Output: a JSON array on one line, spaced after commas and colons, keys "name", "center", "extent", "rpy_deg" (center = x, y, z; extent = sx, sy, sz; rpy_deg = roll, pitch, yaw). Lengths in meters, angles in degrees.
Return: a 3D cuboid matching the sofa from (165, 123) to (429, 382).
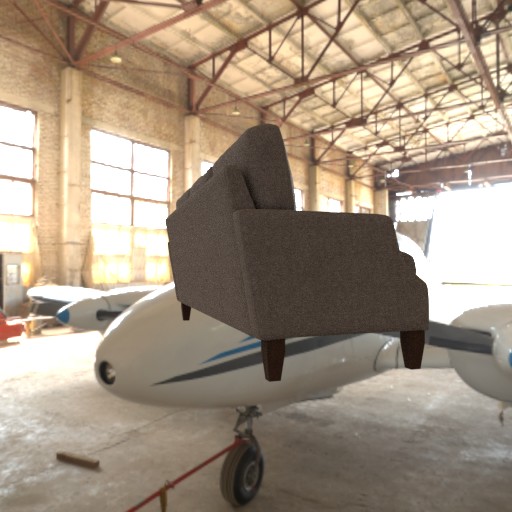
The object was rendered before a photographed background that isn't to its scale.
[{"name": "sofa", "center": [0.000, 0.000, 2.703], "extent": [0.888, 0.984, 2.115], "rpy_deg": [1, -2, -18]}]
